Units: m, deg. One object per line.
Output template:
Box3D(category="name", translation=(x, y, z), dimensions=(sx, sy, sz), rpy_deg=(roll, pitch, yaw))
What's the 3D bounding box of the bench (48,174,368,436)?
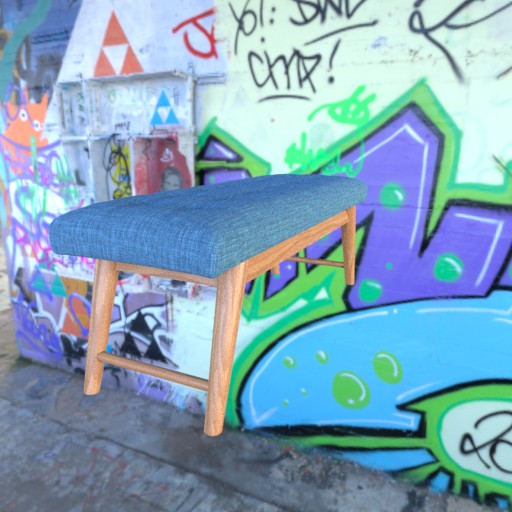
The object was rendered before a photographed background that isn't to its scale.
Box3D(category="bench", translation=(0.000, 0.000, 1.338), dimensions=(0.406, 0.432, 1.118), rpy_deg=(7, 16, 25))
